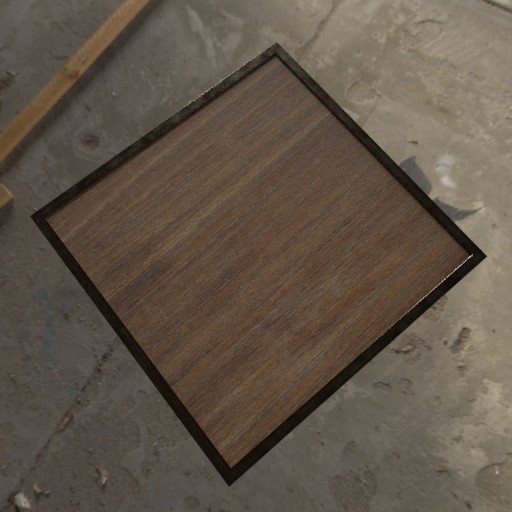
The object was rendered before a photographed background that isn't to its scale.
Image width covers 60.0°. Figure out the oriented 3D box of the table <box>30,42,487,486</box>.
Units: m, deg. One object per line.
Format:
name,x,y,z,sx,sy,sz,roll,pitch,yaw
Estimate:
table,0.000,0.000,1.450,0.909,0.451,0.899,-39,79,-9
